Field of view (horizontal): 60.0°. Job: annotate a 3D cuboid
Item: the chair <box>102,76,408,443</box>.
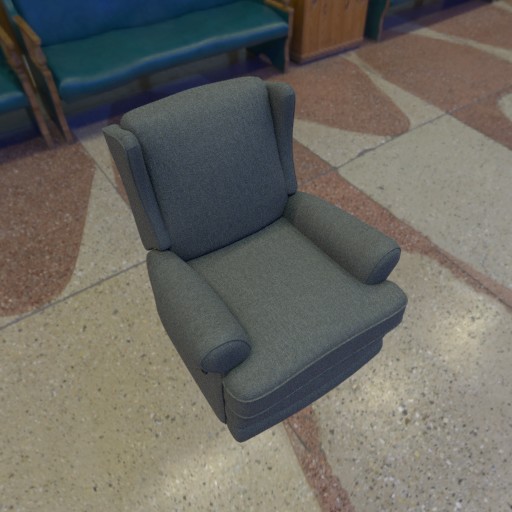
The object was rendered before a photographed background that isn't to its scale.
[{"bbox_3d":[0.000,0.000,1.700,0.847,1.011,0.969,-26,52,-22],"label":"chair"}]
